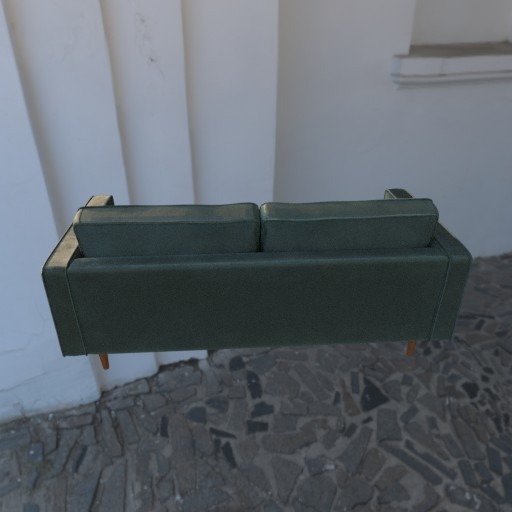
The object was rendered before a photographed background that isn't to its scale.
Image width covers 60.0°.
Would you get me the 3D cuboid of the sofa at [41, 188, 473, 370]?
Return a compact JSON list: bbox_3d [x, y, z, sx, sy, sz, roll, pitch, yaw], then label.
[{"bbox_3d":[0.000,0.000,2.281,1.816,0.781,0.886,-2,29,-3],"label":"sofa"}]
